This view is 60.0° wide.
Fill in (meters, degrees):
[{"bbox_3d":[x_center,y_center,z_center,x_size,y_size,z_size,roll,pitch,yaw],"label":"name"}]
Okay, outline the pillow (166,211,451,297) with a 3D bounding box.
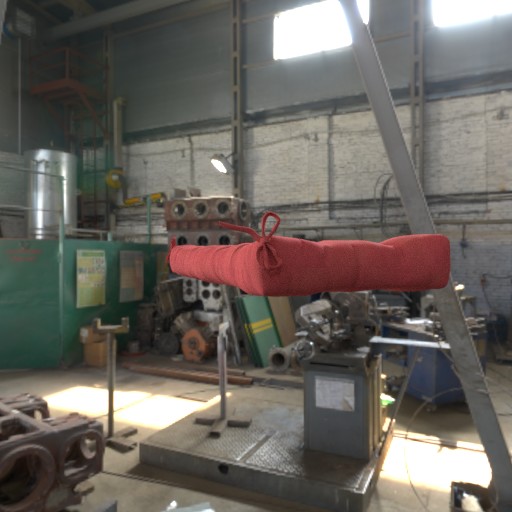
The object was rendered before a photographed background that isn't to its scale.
[{"bbox_3d":[0.000,0.000,1.391,0.511,0.174,1.194,0,0,-19],"label":"pillow"}]
